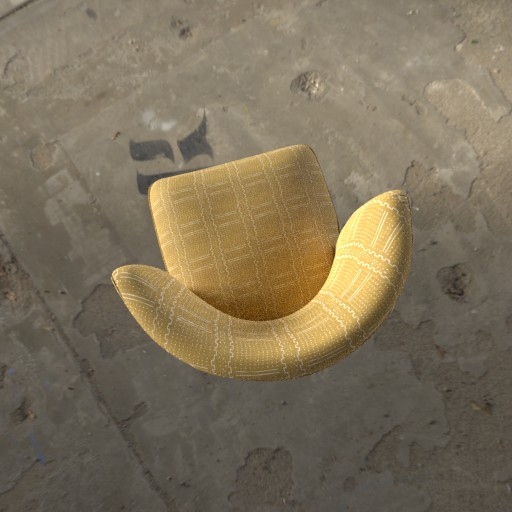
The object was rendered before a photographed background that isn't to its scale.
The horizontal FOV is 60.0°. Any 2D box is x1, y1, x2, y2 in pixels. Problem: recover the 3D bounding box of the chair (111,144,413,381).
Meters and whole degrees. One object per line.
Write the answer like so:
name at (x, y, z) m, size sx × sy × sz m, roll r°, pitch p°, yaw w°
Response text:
chair at (0.000, 0.000, 1.407) m, size 0.706 × 0.866 × 0.758 m, roll -16°, pitch 76°, yaw -4°
